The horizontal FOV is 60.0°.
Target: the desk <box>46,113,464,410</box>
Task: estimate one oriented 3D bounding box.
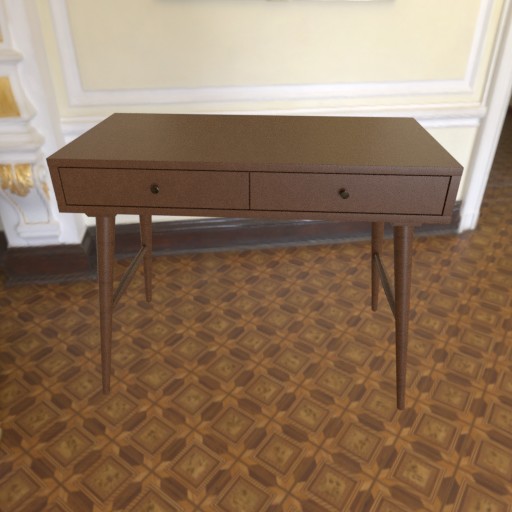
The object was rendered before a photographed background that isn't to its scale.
[{"bbox_3d":[0.000,0.000,1.393,0.949,0.758,0.510,2,30,3],"label":"desk"}]
